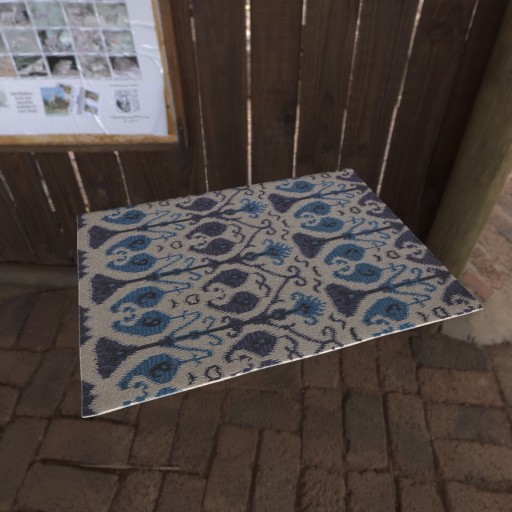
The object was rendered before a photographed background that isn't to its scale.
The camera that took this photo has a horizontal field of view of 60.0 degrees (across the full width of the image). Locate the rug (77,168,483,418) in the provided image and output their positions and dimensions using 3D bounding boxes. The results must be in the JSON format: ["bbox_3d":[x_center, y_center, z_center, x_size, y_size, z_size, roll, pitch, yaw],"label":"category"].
[{"bbox_3d":[0.000,0.000,4.202,3.228,0.024,2.443,-12,42,-13],"label":"rug"}]
